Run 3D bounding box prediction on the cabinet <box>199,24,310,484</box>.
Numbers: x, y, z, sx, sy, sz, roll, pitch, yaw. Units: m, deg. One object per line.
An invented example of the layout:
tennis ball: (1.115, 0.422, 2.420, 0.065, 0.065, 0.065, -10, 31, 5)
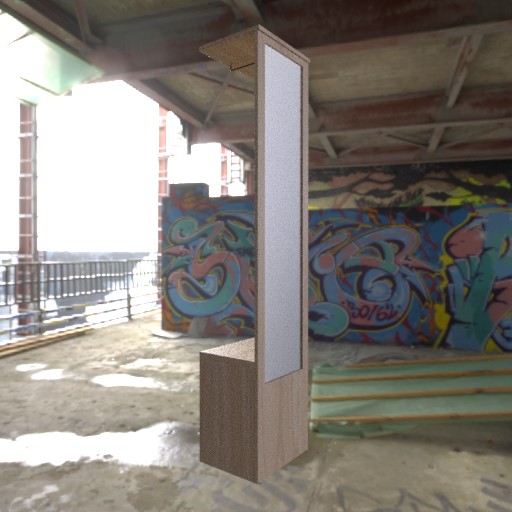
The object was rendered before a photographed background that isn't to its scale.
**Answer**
cabinet: (0.000, 0.000, 2.065, 0.338, 1.879, 0.411, 0, 1, 37)
